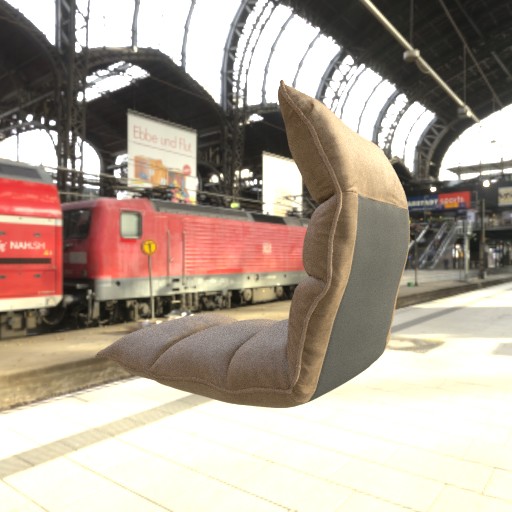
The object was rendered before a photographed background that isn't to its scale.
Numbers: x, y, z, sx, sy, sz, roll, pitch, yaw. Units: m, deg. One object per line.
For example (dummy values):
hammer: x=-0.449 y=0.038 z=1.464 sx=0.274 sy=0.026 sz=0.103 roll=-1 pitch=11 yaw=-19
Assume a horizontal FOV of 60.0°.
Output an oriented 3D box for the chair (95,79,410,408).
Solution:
chair: x=0.000 y=0.000 z=1.599 sx=0.985 sy=0.892 sz=0.714 roll=0 pitch=0 yaw=36
